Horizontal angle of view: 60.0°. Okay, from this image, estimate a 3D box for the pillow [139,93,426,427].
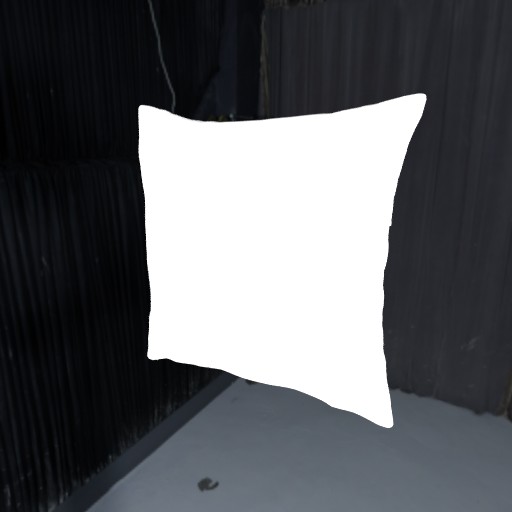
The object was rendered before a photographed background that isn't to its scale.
[{"bbox_3d":[0.000,0.000,0.655,0.433,0.436,0.173,8,17,27],"label":"pillow"}]
